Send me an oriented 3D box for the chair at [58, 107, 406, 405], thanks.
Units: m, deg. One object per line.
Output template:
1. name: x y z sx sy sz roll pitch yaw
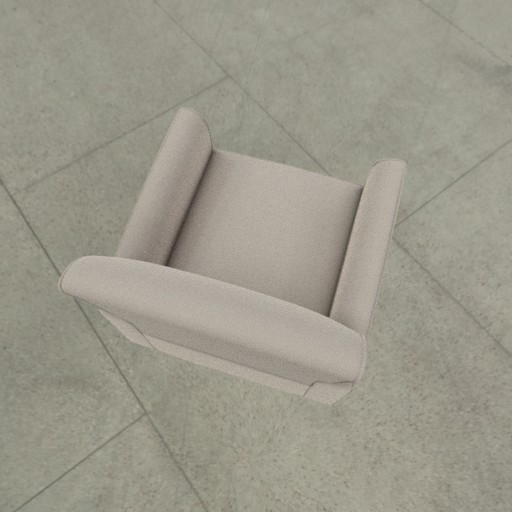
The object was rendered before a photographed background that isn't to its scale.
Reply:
1. chair: 0.000 0.000 1.540 0.820 0.915 0.820 16 66 7
